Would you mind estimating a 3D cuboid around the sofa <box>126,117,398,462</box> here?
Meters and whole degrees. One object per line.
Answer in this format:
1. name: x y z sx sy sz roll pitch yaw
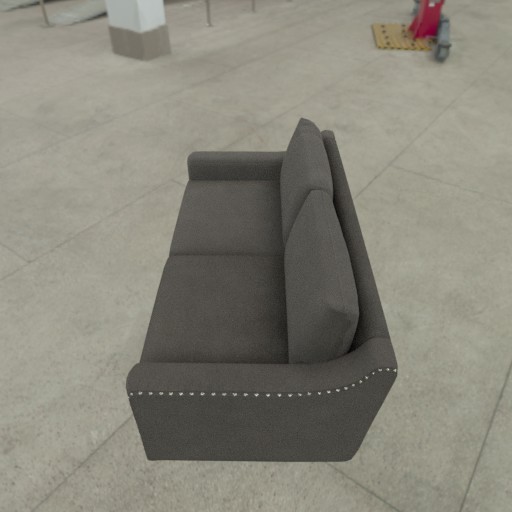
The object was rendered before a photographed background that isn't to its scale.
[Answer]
1. sofa: 0.000 0.000 3.231 1.336 1.196 2.550 1 40 1
